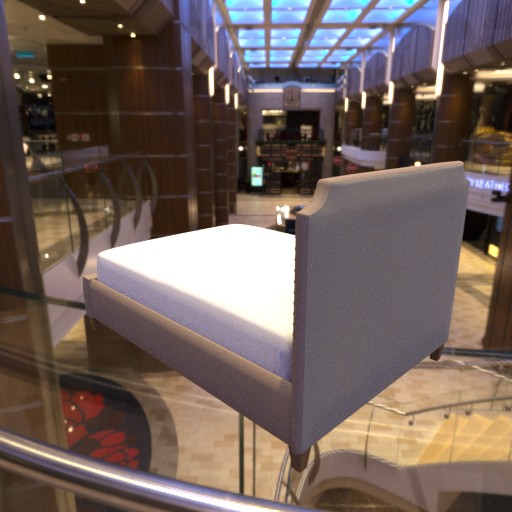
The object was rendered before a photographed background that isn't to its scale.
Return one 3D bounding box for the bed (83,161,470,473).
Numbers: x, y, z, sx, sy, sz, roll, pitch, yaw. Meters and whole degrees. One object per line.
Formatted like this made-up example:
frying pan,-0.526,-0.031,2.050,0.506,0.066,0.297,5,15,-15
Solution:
bed,0.000,0.000,3.311,1.713,1.443,2.372,-16,22,-42
